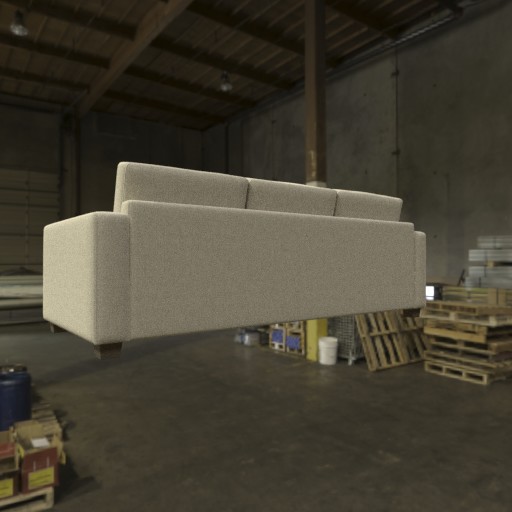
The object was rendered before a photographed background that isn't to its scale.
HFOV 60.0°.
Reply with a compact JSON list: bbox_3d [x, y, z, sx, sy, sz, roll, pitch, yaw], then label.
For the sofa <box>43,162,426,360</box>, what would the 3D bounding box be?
[{"bbox_3d":[0.000,0.000,2.628,2.160,0.800,0.900,0,0,-37],"label":"sofa"}]
